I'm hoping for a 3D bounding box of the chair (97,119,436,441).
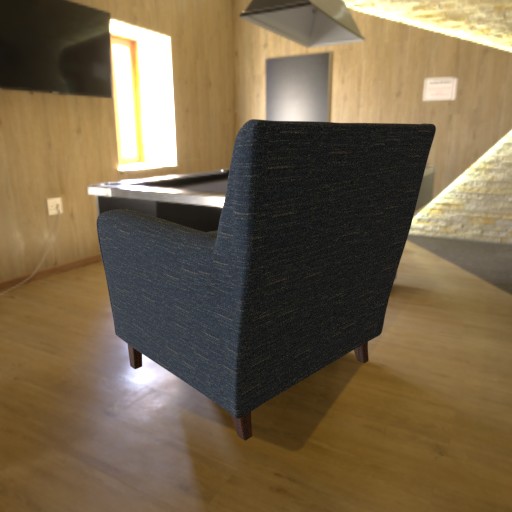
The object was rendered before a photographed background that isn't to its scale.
[{"bbox_3d":[0.000,0.000,1.620,0.864,0.928,0.873,-15,22,-43],"label":"chair"}]
